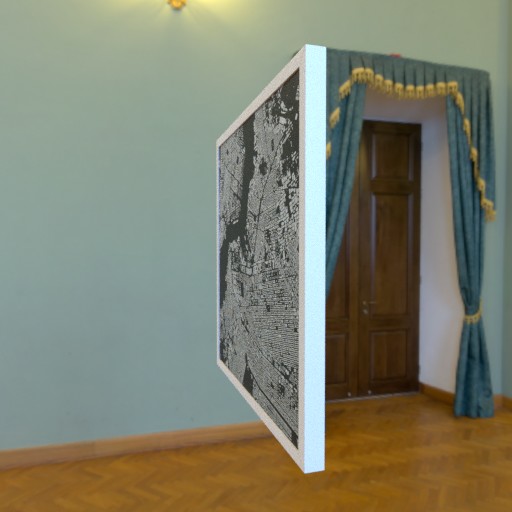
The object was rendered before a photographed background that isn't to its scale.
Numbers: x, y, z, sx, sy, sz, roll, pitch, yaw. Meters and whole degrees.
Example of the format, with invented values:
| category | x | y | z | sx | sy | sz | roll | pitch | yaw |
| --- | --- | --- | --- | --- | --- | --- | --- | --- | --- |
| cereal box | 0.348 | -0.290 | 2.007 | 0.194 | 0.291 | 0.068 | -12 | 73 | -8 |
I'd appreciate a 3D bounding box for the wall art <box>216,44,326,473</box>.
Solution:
| category | x | y | z | sx | sy | sz | roll | pitch | yaw |
| --- | --- | --- | --- | --- | --- | --- | --- | --- | --- |
| wall art | 0.000 | 0.000 | 1.155 | 0.050 | 0.762 | 0.761 | 0 | 2 | -17 |
